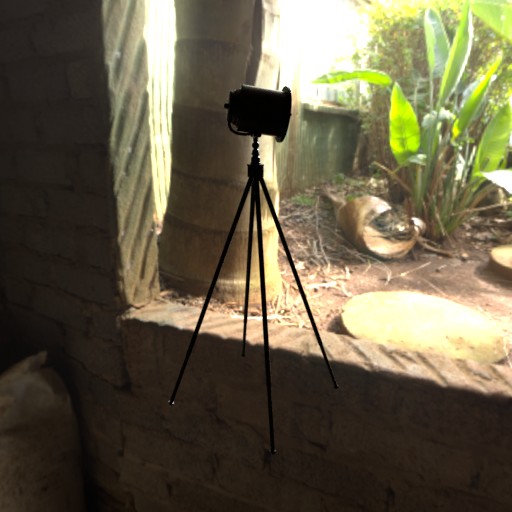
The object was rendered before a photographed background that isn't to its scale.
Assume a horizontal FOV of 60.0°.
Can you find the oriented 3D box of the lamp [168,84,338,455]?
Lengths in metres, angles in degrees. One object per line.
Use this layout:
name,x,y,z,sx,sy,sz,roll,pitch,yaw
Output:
lamp,0.000,0.000,2.078,0.884,1.504,0.879,-3,16,-9
